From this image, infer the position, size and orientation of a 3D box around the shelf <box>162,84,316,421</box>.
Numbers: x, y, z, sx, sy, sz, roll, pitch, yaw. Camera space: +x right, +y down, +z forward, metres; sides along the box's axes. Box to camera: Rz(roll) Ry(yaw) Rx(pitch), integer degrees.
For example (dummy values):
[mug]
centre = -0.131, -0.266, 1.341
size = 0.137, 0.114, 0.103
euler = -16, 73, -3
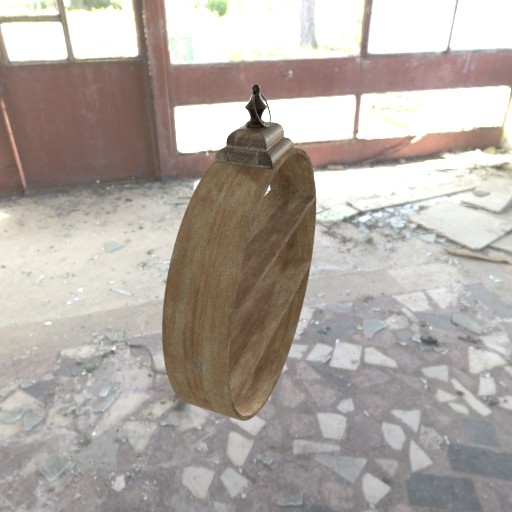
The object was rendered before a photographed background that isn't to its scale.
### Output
[shelf]
centre = 0.000, 0.000, 0.988
size = 0.125, 0.725, 0.601
euler = 11, 33, 18
